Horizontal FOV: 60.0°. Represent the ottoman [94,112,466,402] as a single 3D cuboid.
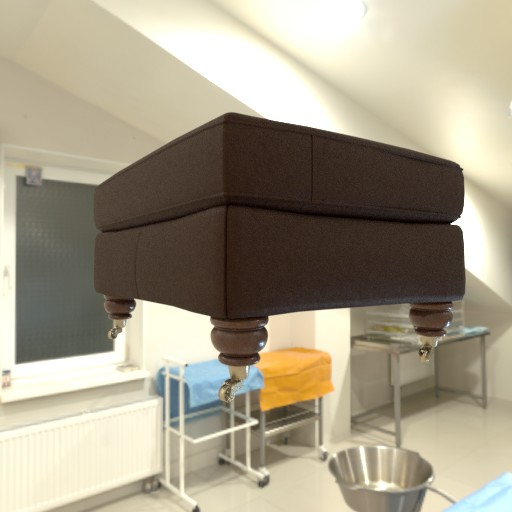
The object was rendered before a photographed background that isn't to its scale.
[{"bbox_3d":[0.000,0.000,1.738,0.967,0.730,1.187,1,-1,-34],"label":"ottoman"}]
